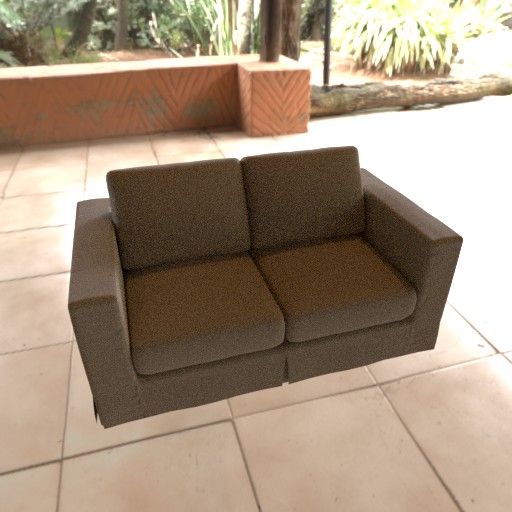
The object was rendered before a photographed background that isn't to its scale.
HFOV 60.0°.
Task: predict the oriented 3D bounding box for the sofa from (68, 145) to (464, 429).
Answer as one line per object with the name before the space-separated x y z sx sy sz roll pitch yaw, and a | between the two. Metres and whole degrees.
sofa | 0.000 0.000 2.391 1.813 0.932 1.009 -9 33 -14
